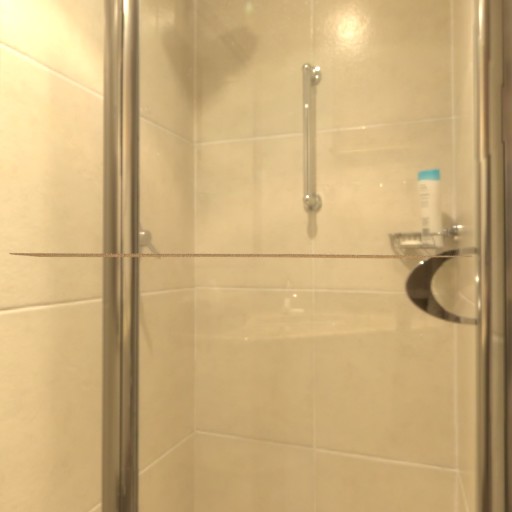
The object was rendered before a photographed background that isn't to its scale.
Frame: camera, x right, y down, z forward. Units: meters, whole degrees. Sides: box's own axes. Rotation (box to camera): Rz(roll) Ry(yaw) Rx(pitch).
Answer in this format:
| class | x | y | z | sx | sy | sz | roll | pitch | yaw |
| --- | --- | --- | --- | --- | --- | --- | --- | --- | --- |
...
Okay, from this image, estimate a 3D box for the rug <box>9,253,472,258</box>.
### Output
| class | x | y | z | sx | sy | sz | roll | pitch | yaw |
| --- | --- | --- | --- | --- | --- | --- | --- | --- | --- |
| rug | 0.000 | 0.000 | 2.496 | 2.346 | 0.013 | 0.712 | 0 | -1 | -17 |
